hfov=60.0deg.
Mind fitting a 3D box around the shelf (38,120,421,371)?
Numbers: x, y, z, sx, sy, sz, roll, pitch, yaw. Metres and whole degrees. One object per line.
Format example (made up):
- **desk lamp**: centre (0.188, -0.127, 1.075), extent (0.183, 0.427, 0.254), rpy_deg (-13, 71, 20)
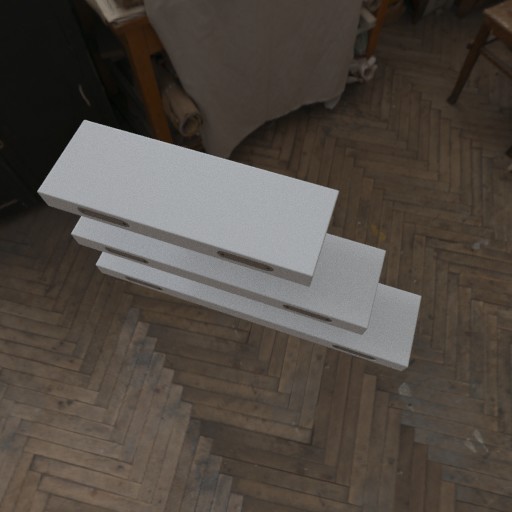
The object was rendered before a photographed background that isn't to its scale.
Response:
- **shelf**: centre (0.000, 0.000, 0.748), extent (0.610, 0.293, 0.140), rpy_deg (17, 66, 8)
